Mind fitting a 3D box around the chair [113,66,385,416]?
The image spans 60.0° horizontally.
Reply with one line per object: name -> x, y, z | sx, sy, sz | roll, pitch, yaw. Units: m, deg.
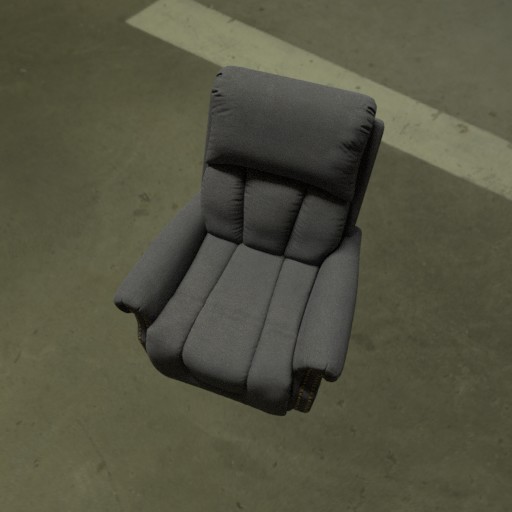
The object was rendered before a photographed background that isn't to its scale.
chair -> 0.000, 0.000, 1.770 | 0.871, 1.031, 0.979 | 17, 60, 10
